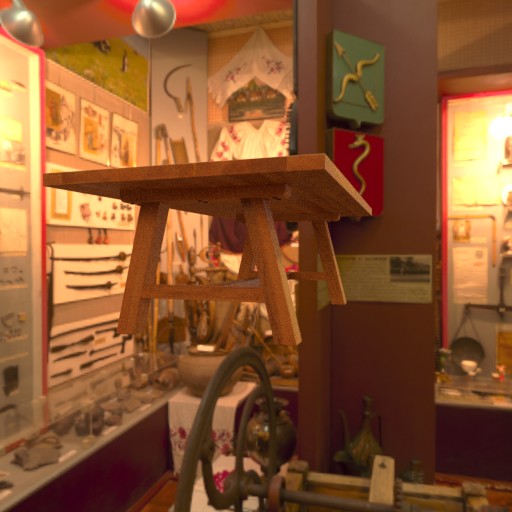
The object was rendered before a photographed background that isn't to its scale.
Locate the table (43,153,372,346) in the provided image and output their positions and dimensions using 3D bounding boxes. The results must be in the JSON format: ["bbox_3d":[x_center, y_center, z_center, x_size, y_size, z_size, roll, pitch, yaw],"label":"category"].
[{"bbox_3d":[0.000,0.000,1.693,0.760,0.455,1.320,0,1,19],"label":"table"}]
